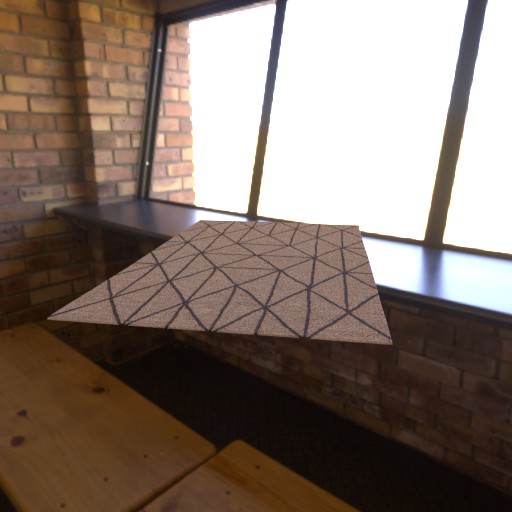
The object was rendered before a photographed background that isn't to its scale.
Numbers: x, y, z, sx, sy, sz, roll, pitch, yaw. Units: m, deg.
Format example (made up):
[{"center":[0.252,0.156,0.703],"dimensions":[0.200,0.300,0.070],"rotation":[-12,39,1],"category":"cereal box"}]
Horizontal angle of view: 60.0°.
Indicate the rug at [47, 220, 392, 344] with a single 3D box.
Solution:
[{"center":[0.000,0.000,3.070],"dimensions":[1.526,0.008,2.465],"rotation":[3,15,9],"category":"rug"}]
